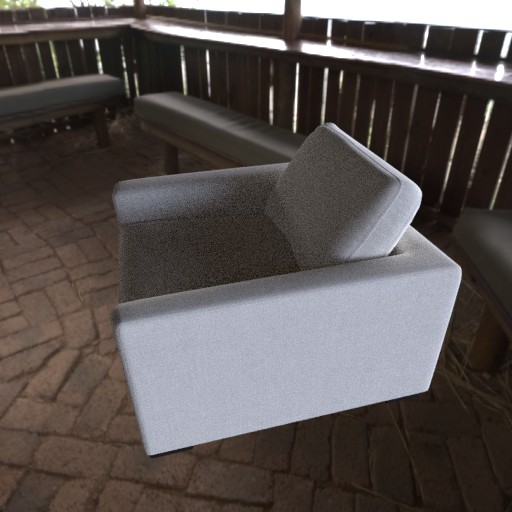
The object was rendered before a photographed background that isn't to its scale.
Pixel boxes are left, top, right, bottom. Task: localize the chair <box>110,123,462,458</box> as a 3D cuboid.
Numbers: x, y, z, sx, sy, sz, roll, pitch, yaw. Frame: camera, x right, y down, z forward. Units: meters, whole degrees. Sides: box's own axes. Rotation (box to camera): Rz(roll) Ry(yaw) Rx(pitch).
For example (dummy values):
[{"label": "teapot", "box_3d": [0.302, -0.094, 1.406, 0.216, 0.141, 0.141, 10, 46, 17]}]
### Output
[{"label": "chair", "box_3d": [0.000, 0.000, 1.818, 1.100, 0.876, 1.070, -8, 33, -13]}]
